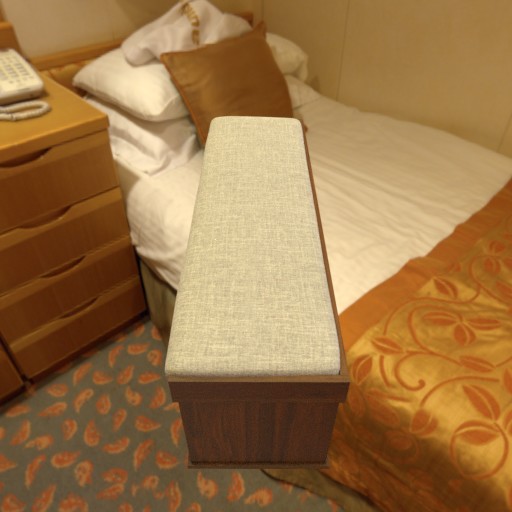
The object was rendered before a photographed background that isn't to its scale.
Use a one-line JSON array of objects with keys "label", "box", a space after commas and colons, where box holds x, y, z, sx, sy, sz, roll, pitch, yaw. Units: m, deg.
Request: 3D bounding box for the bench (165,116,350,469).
[{"label": "bench", "box": [0.000, 0.000, 1.433, 0.367, 0.468, 1.196, 0, 41, 0]}]
